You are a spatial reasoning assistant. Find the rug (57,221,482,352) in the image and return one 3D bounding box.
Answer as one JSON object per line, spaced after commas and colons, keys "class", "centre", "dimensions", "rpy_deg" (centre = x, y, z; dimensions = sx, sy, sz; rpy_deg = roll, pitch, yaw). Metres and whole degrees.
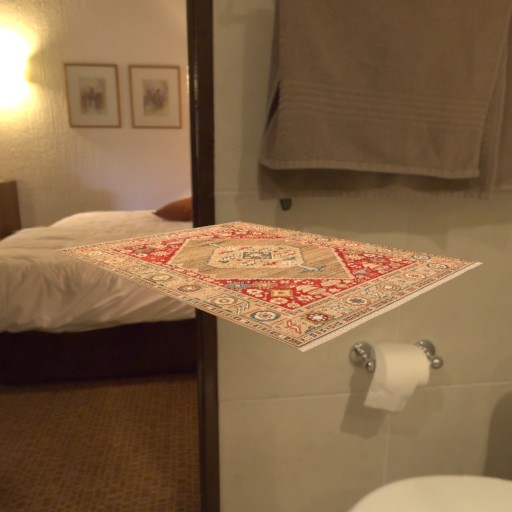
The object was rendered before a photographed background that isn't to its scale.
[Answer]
{"class": "rug", "centre": [0.000, 0.000, 4.096], "dimensions": [2.451, 0.008, 3.143], "rpy_deg": [-13, 19, -43]}
